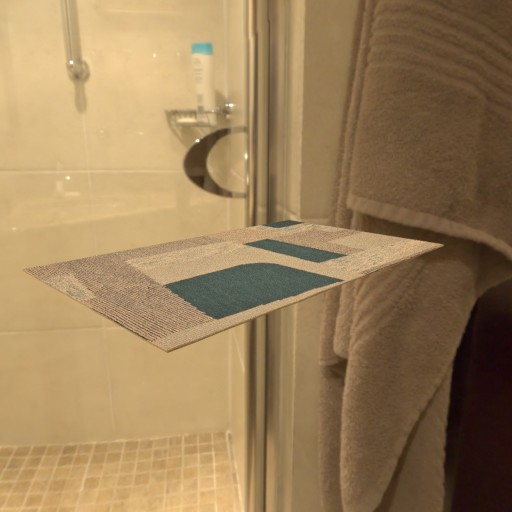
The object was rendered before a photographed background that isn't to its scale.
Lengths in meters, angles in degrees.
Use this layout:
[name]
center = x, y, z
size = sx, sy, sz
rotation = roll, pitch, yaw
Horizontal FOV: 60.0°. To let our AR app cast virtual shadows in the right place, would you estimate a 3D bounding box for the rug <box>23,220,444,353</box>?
[rug]
center = 0.000, 0.000, 2.964
size = 1.521, 0.015, 2.436
rotation = 14, 20, 43
